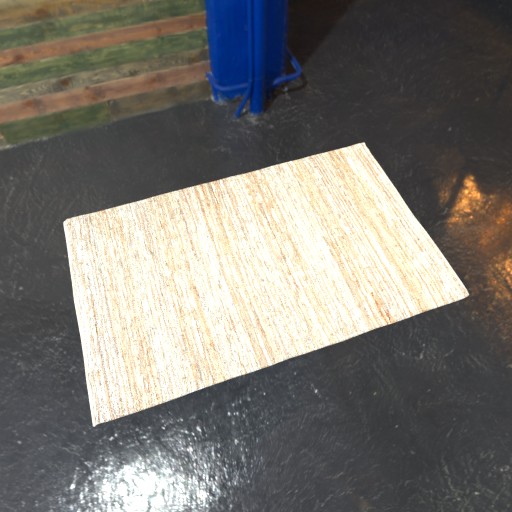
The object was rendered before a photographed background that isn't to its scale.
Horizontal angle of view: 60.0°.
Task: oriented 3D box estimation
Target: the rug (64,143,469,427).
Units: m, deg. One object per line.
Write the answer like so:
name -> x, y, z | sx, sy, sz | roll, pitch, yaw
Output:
rug -> 0.000, 0.000, 3.056 | 2.446, 0.009, 1.529 | -17, 58, -11
